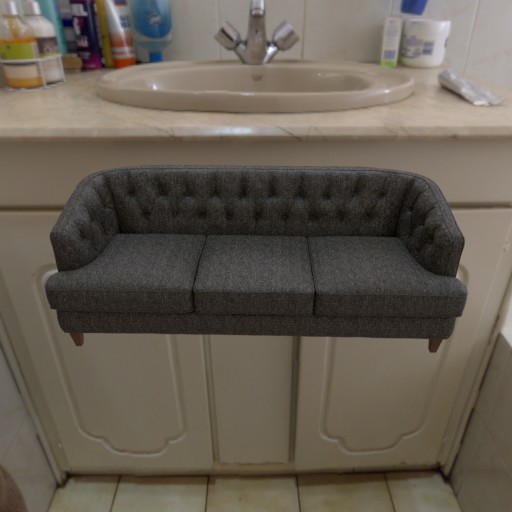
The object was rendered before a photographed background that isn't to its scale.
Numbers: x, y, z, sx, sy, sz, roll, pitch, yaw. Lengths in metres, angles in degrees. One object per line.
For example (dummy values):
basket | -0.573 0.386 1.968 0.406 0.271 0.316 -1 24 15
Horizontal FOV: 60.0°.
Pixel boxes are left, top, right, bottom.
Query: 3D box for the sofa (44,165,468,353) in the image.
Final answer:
sofa | 0.000 0.000 2.739 2.278 0.855 0.941 1 30 1
